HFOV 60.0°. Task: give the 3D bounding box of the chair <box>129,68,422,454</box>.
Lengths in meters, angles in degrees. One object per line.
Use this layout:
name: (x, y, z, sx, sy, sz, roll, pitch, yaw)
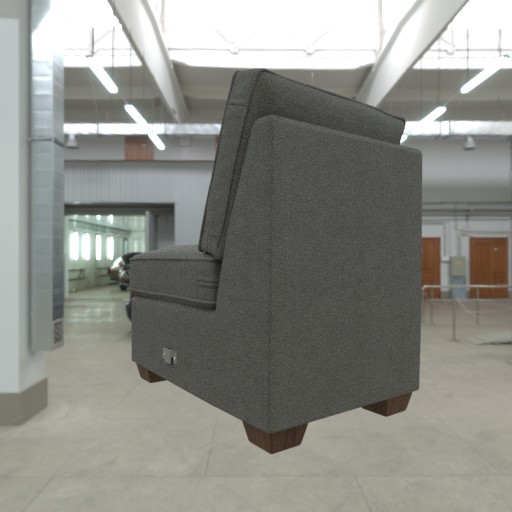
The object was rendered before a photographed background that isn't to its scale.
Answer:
chair: (0.000, 0.000, 1.575, 0.621, 0.970, 0.938, 0, 0, -36)
